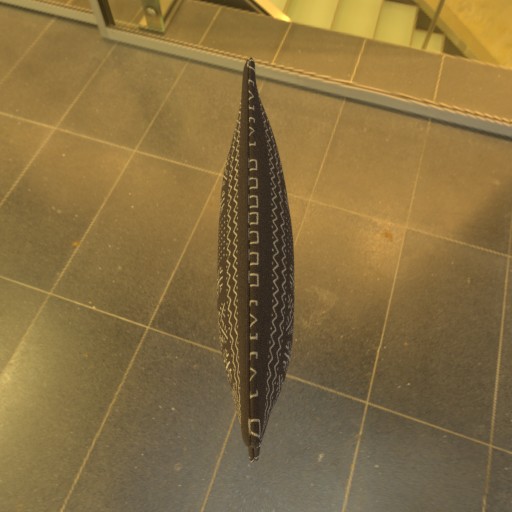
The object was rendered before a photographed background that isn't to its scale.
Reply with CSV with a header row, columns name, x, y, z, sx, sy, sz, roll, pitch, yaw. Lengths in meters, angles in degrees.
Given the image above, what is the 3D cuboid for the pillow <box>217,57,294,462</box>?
name,x,y,z,sx,sy,sz,roll,pitch,yaw
pillow,0.000,0.000,0.802,0.135,0.322,0.667,-1,63,0
